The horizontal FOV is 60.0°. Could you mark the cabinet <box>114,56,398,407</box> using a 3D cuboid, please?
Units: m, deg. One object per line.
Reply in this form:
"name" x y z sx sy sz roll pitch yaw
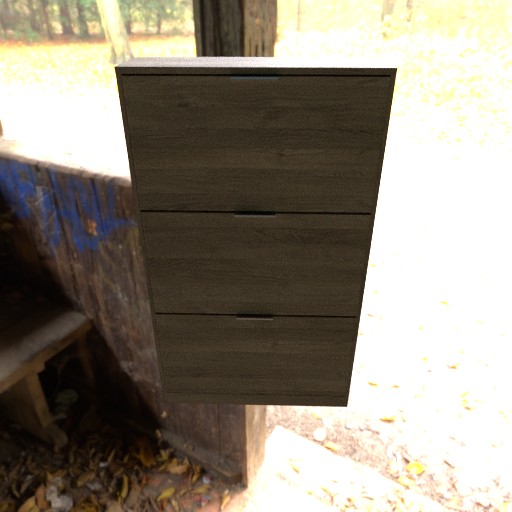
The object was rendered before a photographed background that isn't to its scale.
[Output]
"cabinet" 0.000 0.000 1.586 0.750 1.280 0.250 1 30 1
